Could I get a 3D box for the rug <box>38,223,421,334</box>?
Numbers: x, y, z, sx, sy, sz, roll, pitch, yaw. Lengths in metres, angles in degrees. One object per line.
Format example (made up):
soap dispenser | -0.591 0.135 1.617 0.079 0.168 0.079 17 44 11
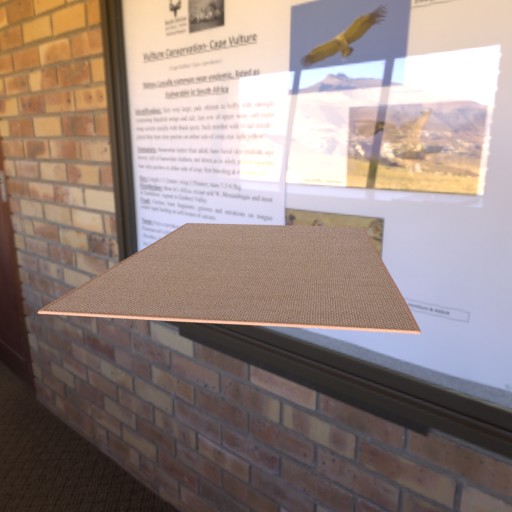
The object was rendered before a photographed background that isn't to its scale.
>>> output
rug | 0.000 0.000 2.739 1.524 0.013 2.134 2 14 8
